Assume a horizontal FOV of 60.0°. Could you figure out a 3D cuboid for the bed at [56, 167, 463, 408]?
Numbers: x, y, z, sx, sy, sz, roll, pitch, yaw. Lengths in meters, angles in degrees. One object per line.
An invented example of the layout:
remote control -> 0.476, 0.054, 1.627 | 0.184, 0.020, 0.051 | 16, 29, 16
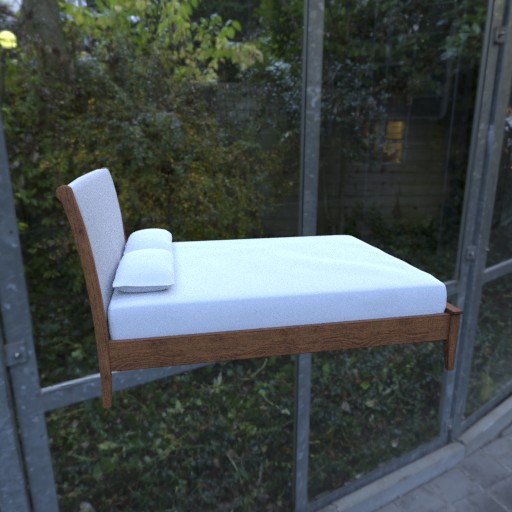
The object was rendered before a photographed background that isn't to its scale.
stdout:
bed -> 0.000, 0.000, 2.990 | 2.108, 1.135, 1.502 | -3, 15, -11
